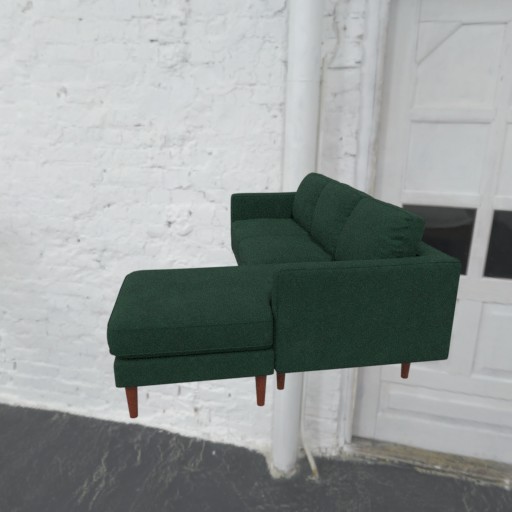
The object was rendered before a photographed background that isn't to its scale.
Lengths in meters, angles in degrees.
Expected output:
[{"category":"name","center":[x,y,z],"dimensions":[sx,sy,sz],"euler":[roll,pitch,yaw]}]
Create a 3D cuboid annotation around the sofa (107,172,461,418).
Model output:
[{"category":"sofa","center":[0.000,0.000,2.893],"dimensions":[1.580,0.899,2.030],"euler":[-3,18,-8]}]
